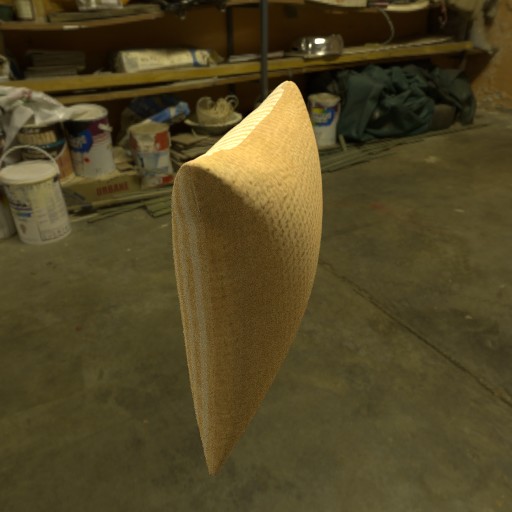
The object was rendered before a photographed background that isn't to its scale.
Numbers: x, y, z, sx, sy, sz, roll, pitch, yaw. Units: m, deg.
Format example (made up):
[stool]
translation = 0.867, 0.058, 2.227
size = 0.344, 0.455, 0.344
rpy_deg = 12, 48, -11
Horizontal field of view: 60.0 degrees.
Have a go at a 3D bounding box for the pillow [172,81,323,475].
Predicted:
[pillow]
translation = 0.000, 0.000, 0.628
size = 0.173, 0.407, 0.419
rpy_deg = 8, 32, 13
